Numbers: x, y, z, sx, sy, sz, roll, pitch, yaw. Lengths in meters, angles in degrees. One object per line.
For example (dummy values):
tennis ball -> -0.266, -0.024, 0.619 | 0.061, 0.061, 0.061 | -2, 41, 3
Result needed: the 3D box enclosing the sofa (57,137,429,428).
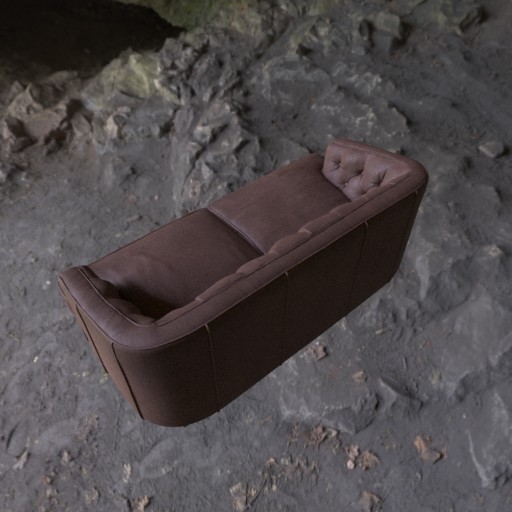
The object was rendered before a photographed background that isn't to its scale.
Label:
sofa -> 0.000, 0.000, 2.281 | 1.767, 0.799, 0.917 | -31, 53, -27
